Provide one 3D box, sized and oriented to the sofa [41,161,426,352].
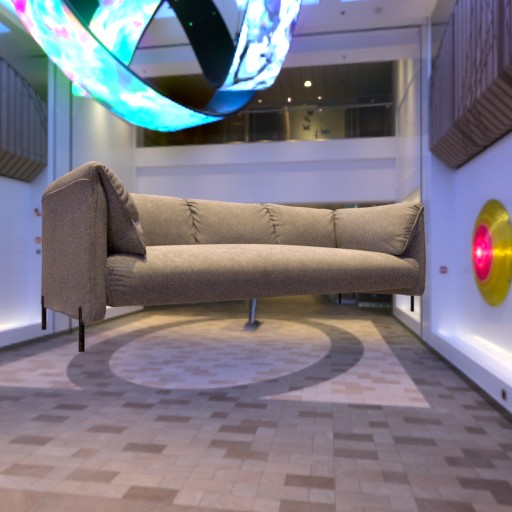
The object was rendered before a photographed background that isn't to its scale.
[{"bbox_3d":[0.000,0.000,2.653,2.238,0.758,0.899,0,0,-37],"label":"sofa"}]
